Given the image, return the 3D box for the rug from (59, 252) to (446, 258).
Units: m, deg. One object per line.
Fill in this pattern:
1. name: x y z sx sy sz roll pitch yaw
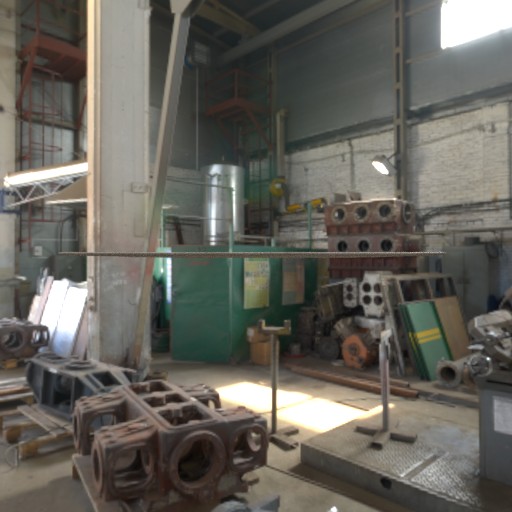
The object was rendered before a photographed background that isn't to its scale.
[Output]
1. rug: 0.000 0.000 4.439 2.436 0.026 3.381 0 0 1
